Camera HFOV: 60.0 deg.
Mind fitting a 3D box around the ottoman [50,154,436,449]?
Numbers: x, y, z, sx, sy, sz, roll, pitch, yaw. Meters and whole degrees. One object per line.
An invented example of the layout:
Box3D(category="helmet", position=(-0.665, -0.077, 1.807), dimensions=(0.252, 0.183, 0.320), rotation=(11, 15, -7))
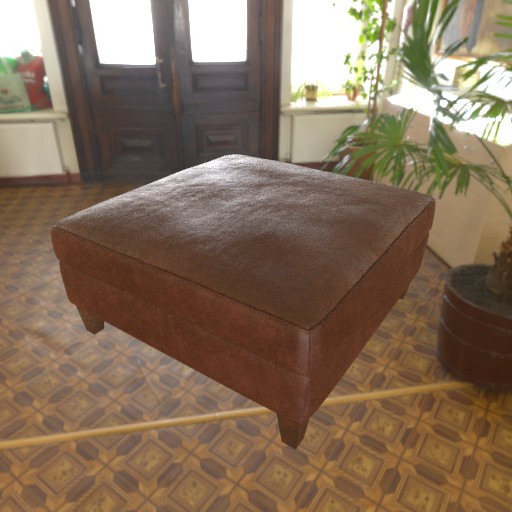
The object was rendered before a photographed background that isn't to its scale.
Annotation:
Box3D(category="ottoman", position=(0.000, 0.000, 1.357), dimensions=(0.836, 0.415, 0.844), rotation=(19, 34, 30))
